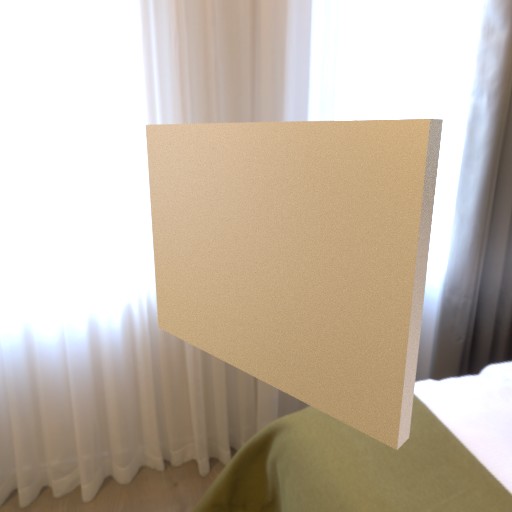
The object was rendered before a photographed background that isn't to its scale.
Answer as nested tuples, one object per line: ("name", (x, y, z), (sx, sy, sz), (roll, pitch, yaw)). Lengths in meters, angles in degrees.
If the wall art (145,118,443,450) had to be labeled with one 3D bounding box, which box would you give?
("wall art", (0.000, 0.000, 1.390), (1.056, 0.801, 0.066), (14, 21, 42))
